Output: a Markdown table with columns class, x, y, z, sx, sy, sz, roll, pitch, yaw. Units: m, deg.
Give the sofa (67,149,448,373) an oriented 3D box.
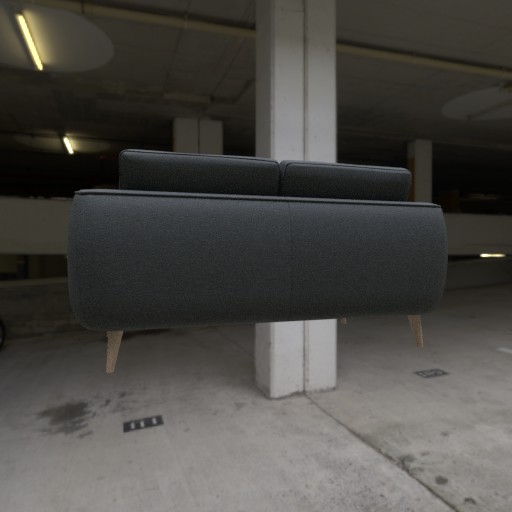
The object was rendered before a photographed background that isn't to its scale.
| class | x | y | z | sx | sy | sz | roll | pitch | yaw |
| --- | --- | --- | --- | --- | --- | --- | --- | --- | --- |
| sofa | 0.000 | 0.000 | 2.221 | 1.700 | 0.850 | 0.920 | 0 | 1 | -18 |
